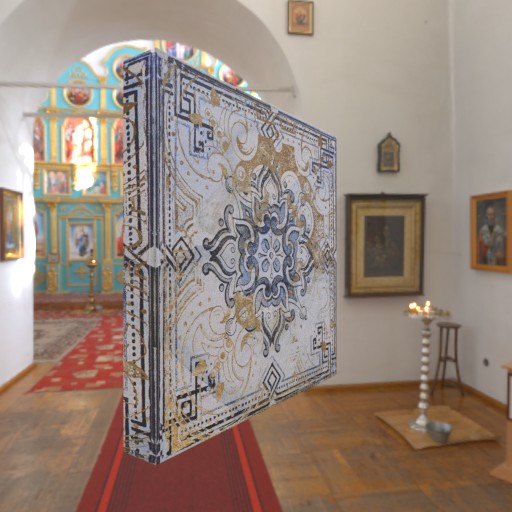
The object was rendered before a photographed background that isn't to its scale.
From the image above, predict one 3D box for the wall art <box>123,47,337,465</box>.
[{"bbox_3d":[0.000,0.000,0.457,0.038,0.306,0.302,0,0,36],"label":"wall art"}]
